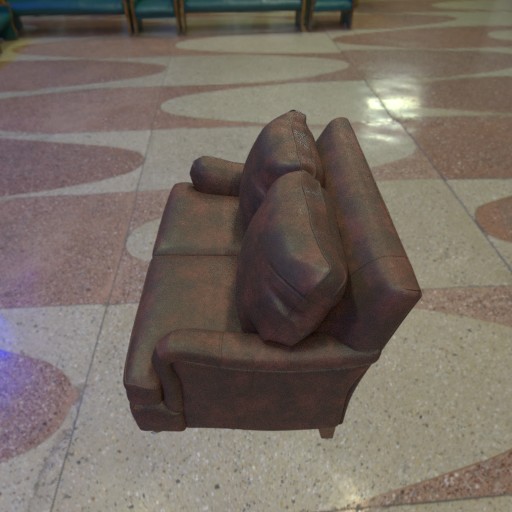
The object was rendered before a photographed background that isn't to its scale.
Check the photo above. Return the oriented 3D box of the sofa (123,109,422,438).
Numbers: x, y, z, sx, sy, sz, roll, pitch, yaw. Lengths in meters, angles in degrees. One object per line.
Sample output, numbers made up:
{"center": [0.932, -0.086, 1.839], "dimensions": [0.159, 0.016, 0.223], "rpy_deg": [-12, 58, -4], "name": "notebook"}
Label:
{"center": [0.000, 0.000, 2.376], "dimensions": [1.148, 1.070, 1.628], "rpy_deg": [0, 40, -1], "name": "sofa"}
